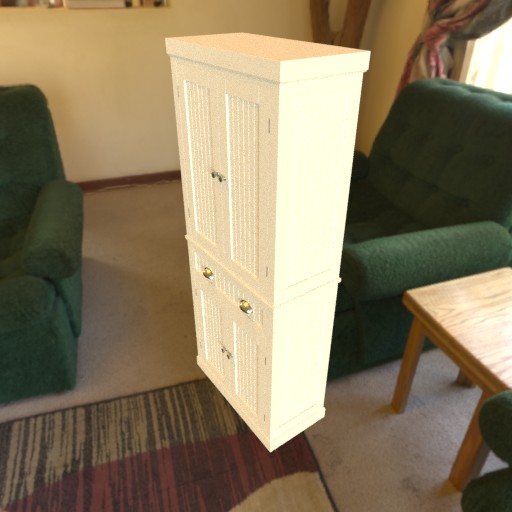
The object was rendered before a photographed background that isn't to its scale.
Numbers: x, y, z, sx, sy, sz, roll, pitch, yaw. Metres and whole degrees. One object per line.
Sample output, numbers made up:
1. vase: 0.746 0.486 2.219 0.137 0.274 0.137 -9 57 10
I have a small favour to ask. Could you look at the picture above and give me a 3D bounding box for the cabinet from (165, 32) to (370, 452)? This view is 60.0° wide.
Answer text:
1. cabinet: 0.000 0.000 2.106 0.390 1.829 0.754 -21 37 -30
